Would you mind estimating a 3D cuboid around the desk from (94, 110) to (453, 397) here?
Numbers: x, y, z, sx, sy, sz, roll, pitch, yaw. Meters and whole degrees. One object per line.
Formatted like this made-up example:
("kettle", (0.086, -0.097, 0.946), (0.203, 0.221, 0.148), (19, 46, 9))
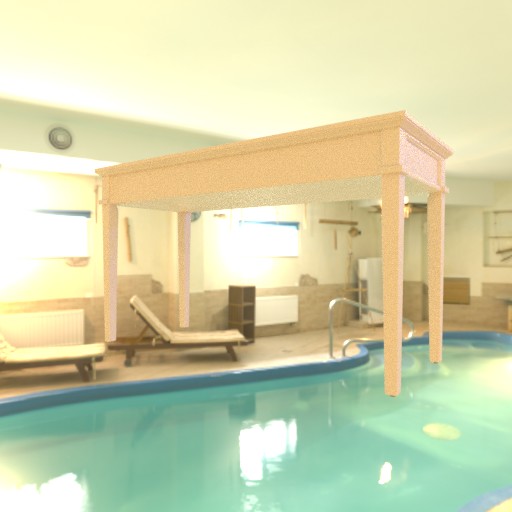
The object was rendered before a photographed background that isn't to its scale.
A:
("desk", (0.000, 0.000, 1.794), (1.372, 0.774, 0.559), (0, 0, 36))
